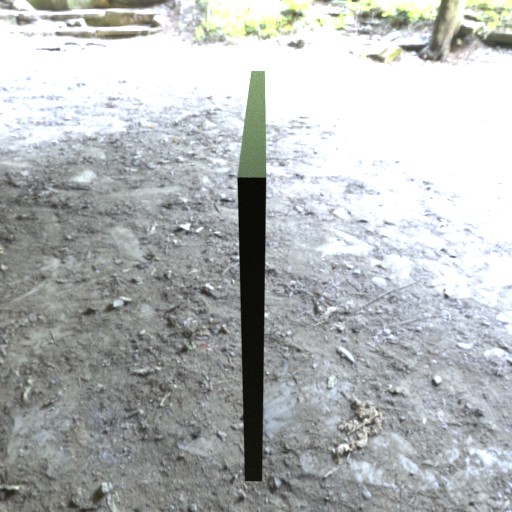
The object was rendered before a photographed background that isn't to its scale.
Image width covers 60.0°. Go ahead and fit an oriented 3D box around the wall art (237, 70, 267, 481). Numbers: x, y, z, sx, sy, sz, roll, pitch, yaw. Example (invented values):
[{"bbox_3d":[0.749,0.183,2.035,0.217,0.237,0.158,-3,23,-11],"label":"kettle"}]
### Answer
[{"bbox_3d":[0.000,0.000,0.771,0.028,0.511,0.513,0,33,1],"label":"wall art"}]
